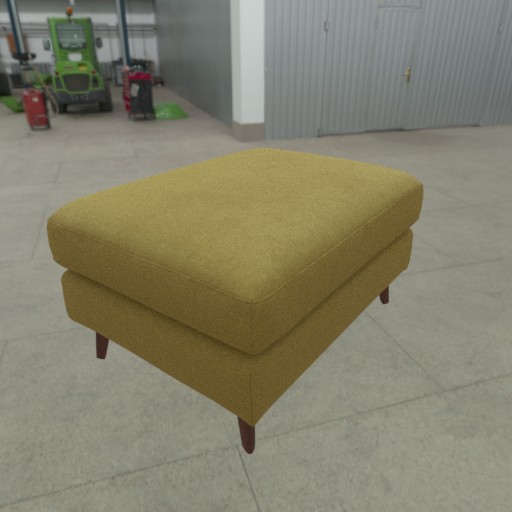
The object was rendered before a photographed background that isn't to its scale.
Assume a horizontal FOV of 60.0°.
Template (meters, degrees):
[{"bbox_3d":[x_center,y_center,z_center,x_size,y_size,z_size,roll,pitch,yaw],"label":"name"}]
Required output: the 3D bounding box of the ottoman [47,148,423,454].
[{"bbox_3d":[0.000,0.000,1.157,0.608,0.449,0.811,18,31,33],"label":"ottoman"}]
